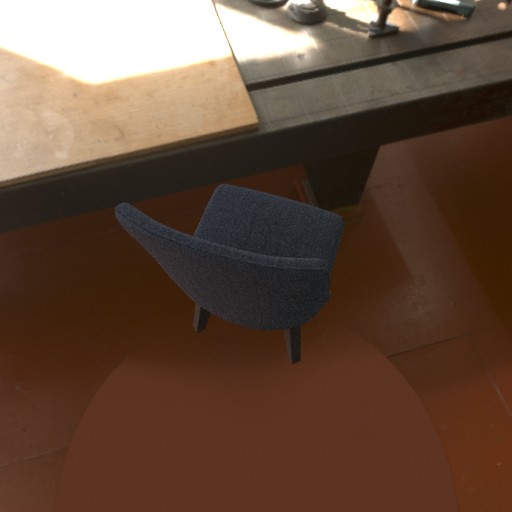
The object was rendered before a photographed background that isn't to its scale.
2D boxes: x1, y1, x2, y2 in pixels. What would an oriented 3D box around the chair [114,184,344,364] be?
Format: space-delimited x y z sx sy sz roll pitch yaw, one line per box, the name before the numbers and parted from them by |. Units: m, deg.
chair | 0.000 0.000 1.375 0.510 1.050 0.577 16 64 8
